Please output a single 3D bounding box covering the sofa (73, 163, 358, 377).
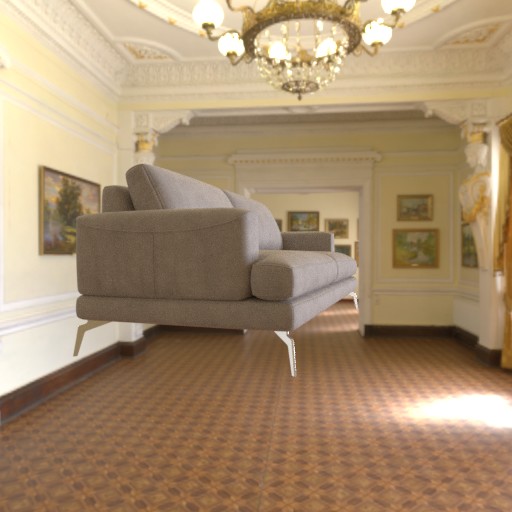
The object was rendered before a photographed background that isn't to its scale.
[{"bbox_3d":[0.000,0.000,2.632,0.980,0.830,2.013,0,0,19],"label":"sofa"}]
